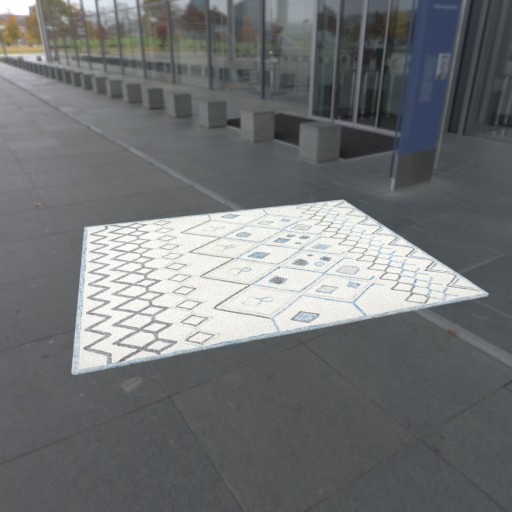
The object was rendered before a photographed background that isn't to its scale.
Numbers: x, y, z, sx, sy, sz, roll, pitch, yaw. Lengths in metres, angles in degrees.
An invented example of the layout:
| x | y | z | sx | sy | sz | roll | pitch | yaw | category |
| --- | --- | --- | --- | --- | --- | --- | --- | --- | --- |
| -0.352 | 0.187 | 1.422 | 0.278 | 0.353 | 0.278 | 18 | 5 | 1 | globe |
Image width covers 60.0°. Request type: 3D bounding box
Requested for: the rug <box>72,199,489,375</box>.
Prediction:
| x | y | z | sx | sy | sz | roll | pitch | yaw | category |
| --- | --- | --- | --- | --- | --- | --- | --- | --- | --- |
| 0.000 | 0.000 | 4.080 | 3.056 | 0.013 | 2.441 | -8 | 27 | -16 | rug |
